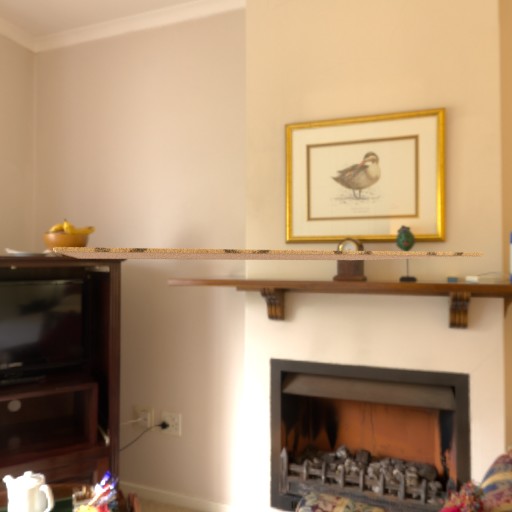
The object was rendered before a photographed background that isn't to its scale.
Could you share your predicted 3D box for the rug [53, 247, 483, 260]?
[{"bbox_3d":[0.000,0.000,3.450,2.701,0.026,1.801,0,-2,-18],"label":"rug"}]
